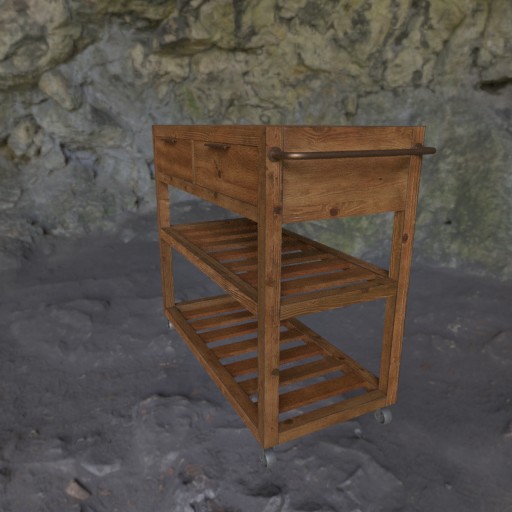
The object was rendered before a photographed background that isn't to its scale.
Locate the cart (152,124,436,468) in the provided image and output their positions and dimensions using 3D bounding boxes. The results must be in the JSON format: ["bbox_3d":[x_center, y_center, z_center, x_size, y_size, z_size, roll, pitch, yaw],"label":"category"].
[{"bbox_3d":[0.000,0.000,1.468,0.445,0.830,1.065,-8,19,-25],"label":"cart"}]
